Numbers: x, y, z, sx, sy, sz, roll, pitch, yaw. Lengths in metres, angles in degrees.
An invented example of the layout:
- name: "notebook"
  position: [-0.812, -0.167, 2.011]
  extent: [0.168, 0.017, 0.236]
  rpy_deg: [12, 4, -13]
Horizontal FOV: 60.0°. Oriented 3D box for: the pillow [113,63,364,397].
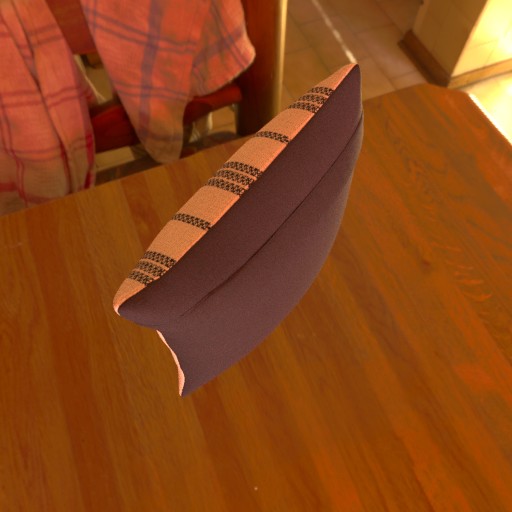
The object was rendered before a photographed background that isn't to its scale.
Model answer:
- name: "pillow"
  position: [0.000, 0.000, 0.637]
  extent: [0.173, 0.406, 0.405]
  rpy_deg: [34, 67, 16]
